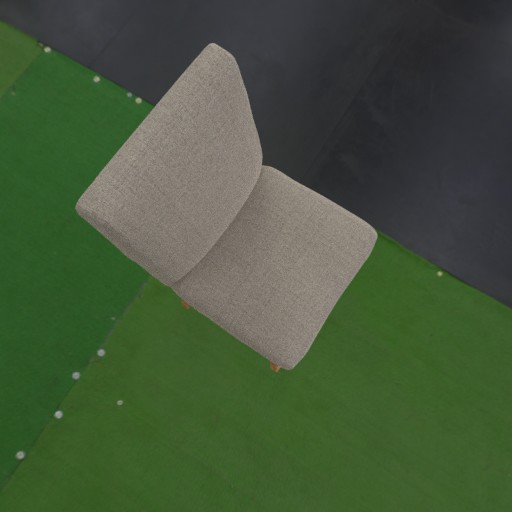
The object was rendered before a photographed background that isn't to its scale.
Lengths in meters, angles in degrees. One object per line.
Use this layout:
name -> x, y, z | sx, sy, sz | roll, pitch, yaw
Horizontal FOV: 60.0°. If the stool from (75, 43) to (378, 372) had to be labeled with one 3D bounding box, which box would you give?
stool -> 0.000, 0.000, 1.283 | 0.526, 1.010, 0.459 | 34, 78, 8
